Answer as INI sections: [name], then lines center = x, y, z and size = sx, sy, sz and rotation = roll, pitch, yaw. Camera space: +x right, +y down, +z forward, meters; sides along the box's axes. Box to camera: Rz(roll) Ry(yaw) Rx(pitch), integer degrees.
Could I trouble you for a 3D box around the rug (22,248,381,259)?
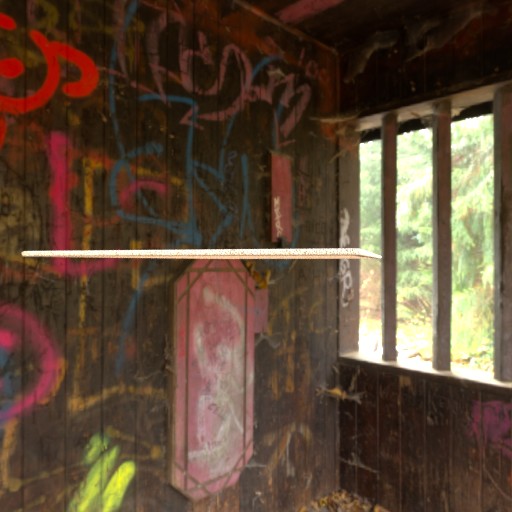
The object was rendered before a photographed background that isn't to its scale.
[rug]
center = 0.000, 0.000, 3.400
size = 1.778, 0.030, 2.743
rotation = 0, -1, 17
